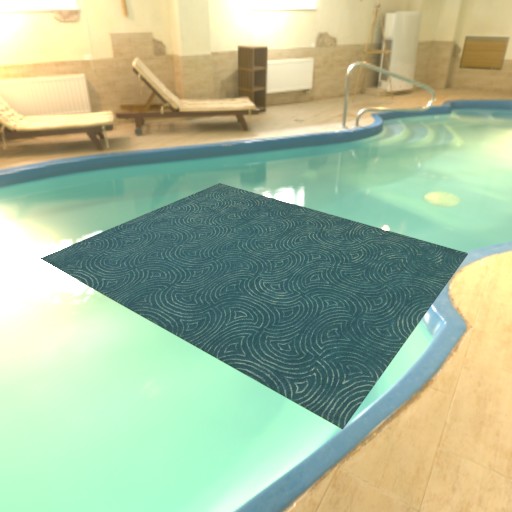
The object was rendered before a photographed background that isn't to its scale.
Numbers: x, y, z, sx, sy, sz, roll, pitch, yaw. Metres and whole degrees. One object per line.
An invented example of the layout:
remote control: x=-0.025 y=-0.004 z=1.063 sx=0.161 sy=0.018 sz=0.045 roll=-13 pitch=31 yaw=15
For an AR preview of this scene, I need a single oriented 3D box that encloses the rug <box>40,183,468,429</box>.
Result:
rug: x=0.000 y=0.000 z=4.020 sx=3.033 sy=0.012 sz=2.432 roll=21 pitch=35 yaw=32
